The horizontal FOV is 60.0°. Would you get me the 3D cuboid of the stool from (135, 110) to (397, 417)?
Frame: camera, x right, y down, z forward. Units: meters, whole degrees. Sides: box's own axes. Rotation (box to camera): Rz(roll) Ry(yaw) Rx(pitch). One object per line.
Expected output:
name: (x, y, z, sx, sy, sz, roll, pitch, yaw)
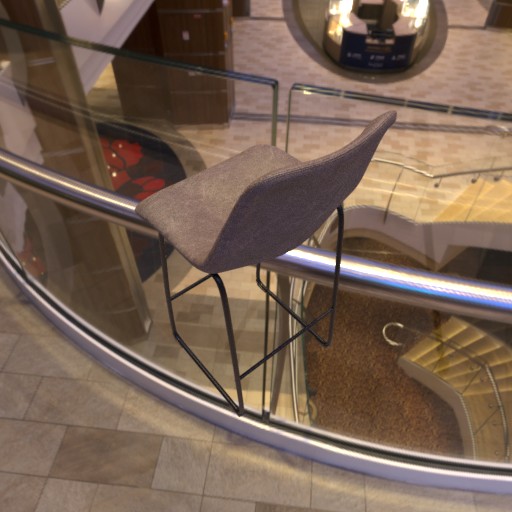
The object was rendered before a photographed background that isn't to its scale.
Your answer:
stool: (0.000, 0.000, 1.387, 0.514, 1.082, 0.561, -31, 54, -26)
